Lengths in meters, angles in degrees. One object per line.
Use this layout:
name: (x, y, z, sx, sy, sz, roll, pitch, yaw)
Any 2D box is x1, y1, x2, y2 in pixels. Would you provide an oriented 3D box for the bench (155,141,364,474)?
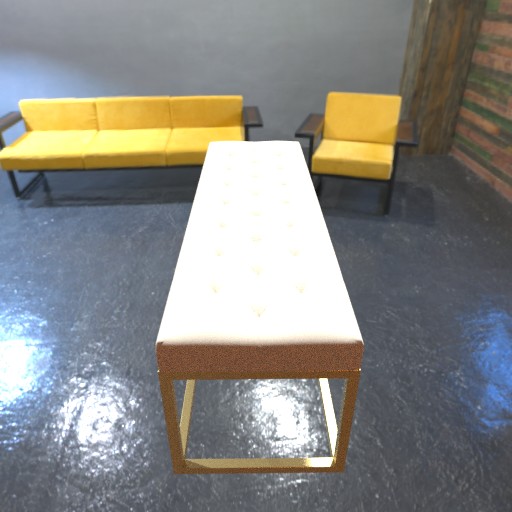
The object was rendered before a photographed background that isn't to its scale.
bench: (0.000, 0.000, 1.696, 0.457, 0.484, 1.473, 0, 31, -1)
